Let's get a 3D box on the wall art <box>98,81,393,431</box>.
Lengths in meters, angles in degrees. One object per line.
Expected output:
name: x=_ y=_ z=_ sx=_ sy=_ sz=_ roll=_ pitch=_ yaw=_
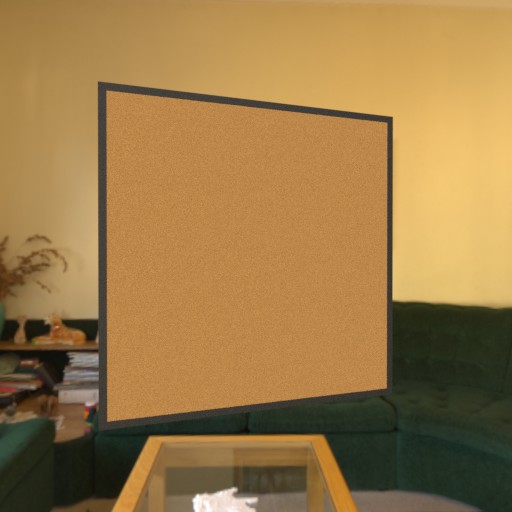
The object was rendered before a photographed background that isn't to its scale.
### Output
wall art: x=0.000 y=0.000 z=0.454 sx=0.304 sy=0.304 sz=0.038 roll=0 pitch=0 yaw=-19
